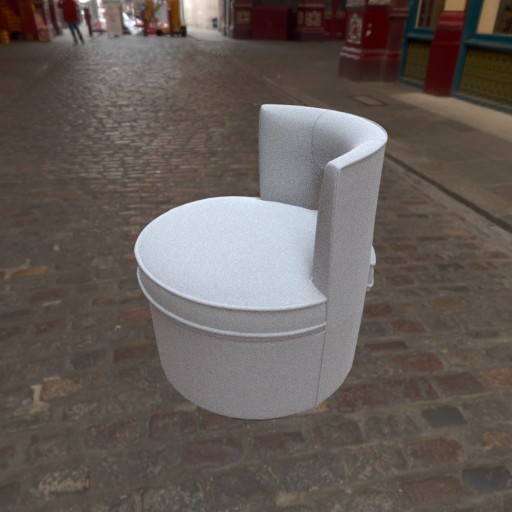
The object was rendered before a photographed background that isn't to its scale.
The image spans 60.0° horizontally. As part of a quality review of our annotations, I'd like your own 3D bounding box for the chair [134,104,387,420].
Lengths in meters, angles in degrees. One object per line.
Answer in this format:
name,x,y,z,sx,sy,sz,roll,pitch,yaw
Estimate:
chair,0.000,0.000,1.264,0.665,0.723,0.650,-7,31,-12
